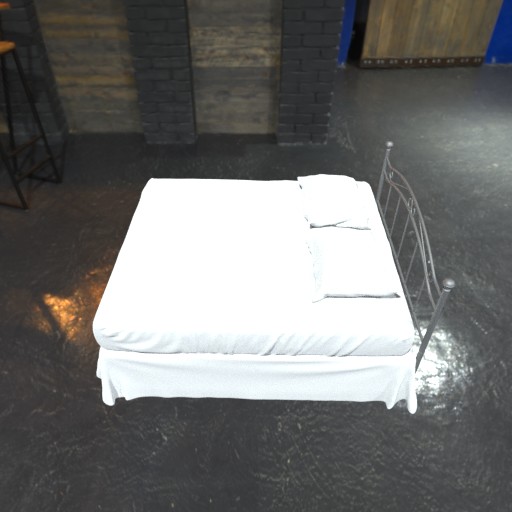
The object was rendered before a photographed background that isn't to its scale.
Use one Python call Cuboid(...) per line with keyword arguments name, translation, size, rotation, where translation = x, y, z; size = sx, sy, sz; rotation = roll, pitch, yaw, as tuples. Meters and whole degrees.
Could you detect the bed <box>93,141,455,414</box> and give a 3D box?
Cuboid(name="bed", translation=(0.000, 0.000, 3.318), size=(2.215, 1.080, 1.936), rotation=(1, 41, 1))
